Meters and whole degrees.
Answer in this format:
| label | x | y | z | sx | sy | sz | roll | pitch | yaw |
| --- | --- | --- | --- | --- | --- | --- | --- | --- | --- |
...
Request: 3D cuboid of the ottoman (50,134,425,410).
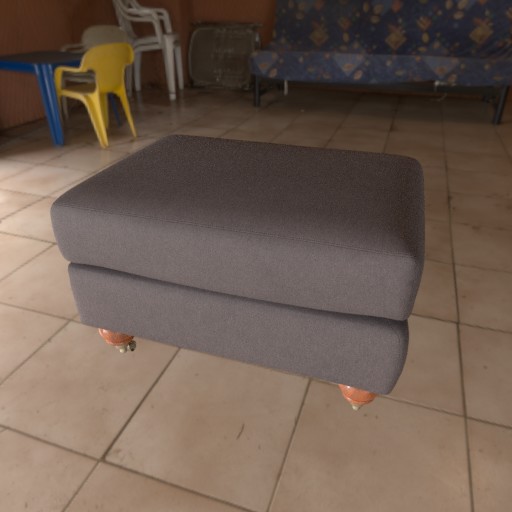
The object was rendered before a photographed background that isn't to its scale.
| label | x | y | z | sx | sy | sz | roll | pitch | yaw |
| --- | --- | --- | --- | --- | --- | --- | --- | --- | --- |
| ottoman | 0.000 | 0.000 | 1.148 | 0.773 | 0.497 | 0.574 | 9 | 32 | 15 |
